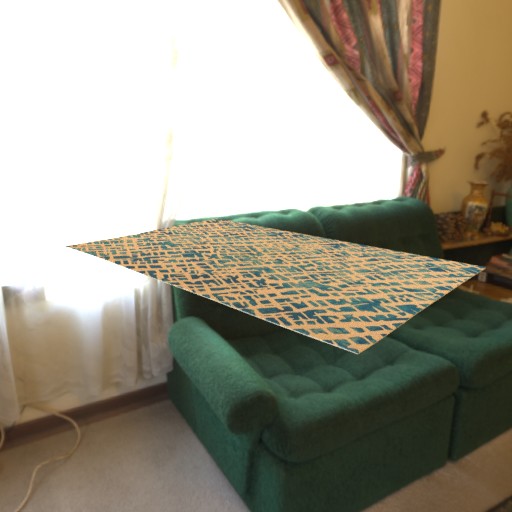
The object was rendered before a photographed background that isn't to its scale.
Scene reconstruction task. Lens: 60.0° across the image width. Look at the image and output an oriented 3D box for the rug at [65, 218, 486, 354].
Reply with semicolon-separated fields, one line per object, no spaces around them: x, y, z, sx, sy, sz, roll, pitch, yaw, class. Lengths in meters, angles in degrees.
0.000;0.000;2.988;2.447;0.011;1.520;14;20;41;rug
